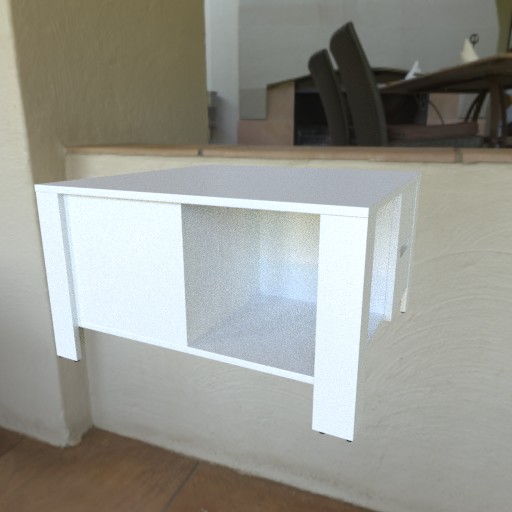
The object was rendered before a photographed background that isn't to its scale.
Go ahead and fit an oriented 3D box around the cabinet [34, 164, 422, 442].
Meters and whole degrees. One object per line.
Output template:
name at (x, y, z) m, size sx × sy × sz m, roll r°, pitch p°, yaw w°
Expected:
cabinet at (0.000, 0.000, 1.307) m, size 0.800 × 0.460 × 0.800 m, roll 7°, pitch 17°, yaw 25°
